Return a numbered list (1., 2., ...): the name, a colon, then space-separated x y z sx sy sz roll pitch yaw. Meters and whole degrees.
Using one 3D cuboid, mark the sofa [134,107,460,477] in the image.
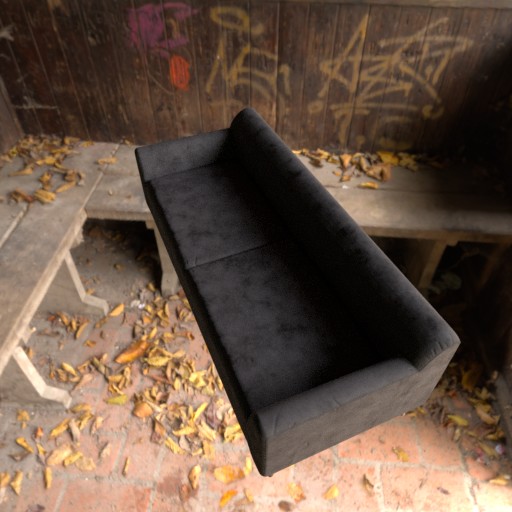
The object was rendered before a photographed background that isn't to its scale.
1. sofa: 0.000 0.000 2.625 0.900 0.740 2.190 -17 48 -16
